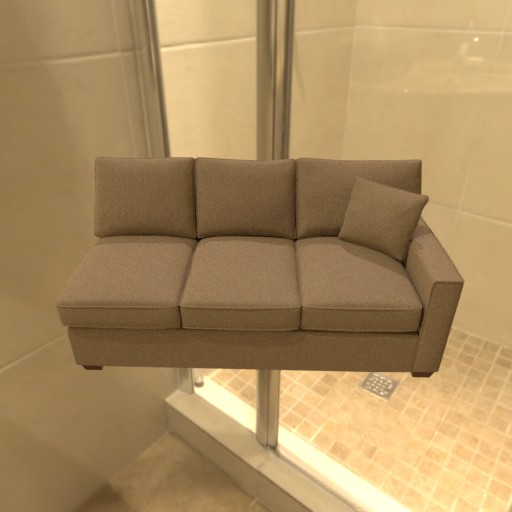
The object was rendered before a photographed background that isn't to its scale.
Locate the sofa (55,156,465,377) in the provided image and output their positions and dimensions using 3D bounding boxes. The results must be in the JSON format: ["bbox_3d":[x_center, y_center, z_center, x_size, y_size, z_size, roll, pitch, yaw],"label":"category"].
[{"bbox_3d":[0.000,0.000,2.557,1.963,0.946,1.034,1,31,2],"label":"sofa"}]
